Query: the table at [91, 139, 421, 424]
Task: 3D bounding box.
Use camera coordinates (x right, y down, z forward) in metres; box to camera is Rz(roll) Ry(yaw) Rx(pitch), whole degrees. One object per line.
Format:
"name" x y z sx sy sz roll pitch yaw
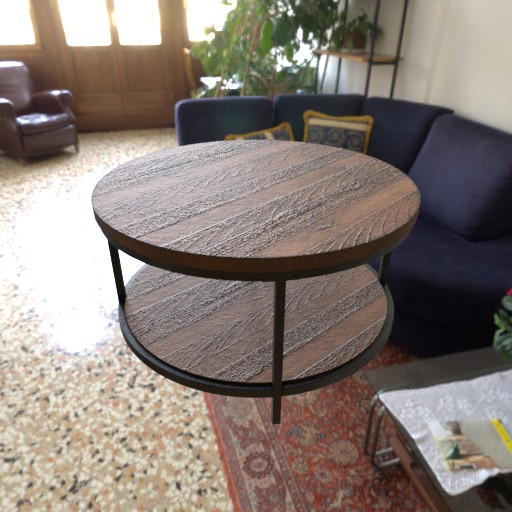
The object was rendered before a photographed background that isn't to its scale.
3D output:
"table" 0.000 0.000 1.296 0.837 0.462 0.837 0 29 0
